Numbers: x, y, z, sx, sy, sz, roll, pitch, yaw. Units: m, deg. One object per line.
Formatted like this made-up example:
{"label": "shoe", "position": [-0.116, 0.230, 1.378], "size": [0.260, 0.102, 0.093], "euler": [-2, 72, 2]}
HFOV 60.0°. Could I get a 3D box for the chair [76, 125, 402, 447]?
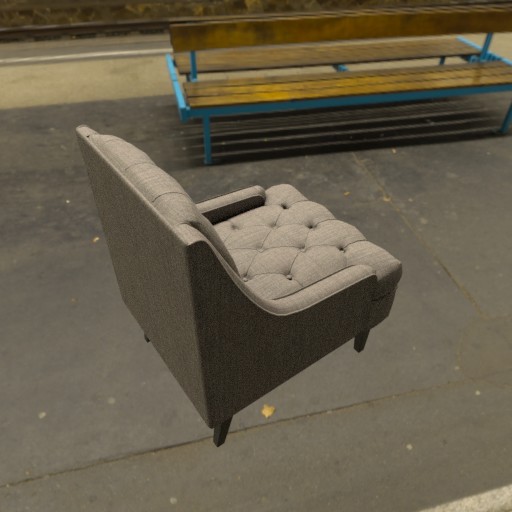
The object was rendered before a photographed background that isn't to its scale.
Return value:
{"label": "chair", "position": [0.000, 0.000, 1.461], "size": [0.771, 0.891, 0.655], "euler": [-25, 46, -26]}
